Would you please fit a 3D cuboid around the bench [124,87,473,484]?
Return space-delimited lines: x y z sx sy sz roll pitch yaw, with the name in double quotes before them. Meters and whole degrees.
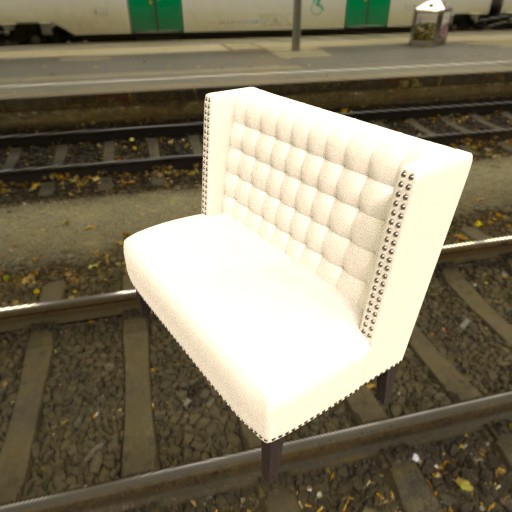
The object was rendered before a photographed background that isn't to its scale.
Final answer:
"bench" 0.000 0.000 1.953 0.847 1.123 1.280 -21 38 -29
